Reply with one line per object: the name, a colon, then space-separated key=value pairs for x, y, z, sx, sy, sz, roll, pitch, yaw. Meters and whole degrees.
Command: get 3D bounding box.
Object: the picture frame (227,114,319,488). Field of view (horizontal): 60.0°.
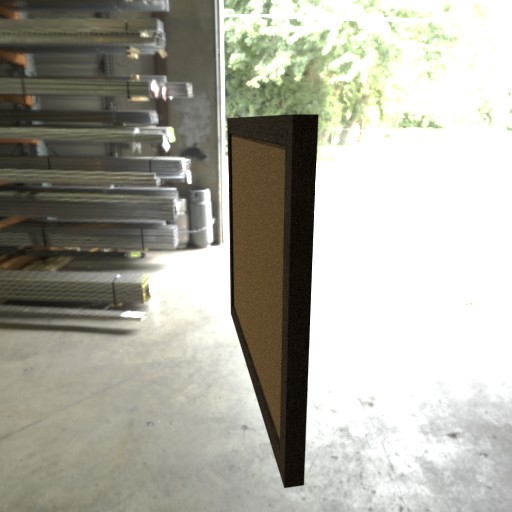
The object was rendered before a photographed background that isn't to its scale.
picture frame: x=0.000 y=0.000 z=0.759 sx=0.026 sy=0.455 sz=0.546 roll=-3 pitch=17 yaw=-10
